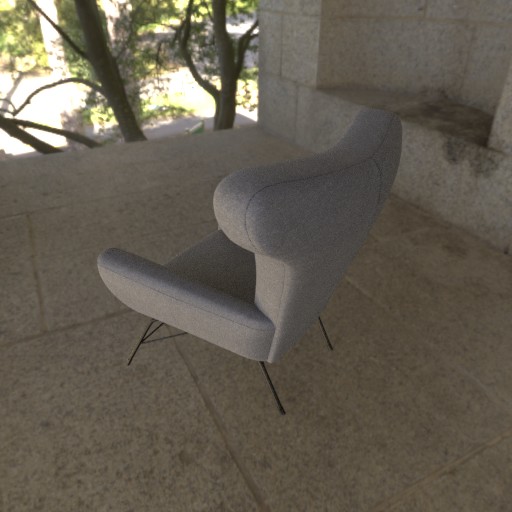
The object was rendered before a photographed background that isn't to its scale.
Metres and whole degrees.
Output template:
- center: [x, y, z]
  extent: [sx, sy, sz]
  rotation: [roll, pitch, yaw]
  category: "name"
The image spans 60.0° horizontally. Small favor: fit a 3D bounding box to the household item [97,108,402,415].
- center: [0.000, 0.000, 1.755]
  extent: [0.900, 1.050, 0.980]
  rotation: [19, 37, 28]
  category: "household item"
